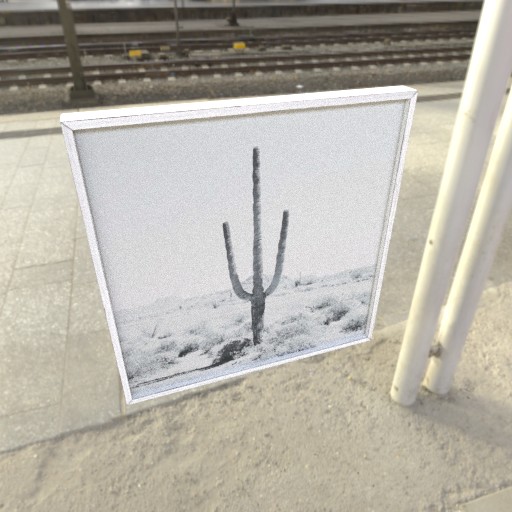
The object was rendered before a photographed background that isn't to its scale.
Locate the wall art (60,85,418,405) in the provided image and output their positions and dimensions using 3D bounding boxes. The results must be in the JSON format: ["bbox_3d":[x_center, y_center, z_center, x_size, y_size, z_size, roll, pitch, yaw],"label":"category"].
[{"bbox_3d":[0.000,0.000,0.750,0.508,0.508,0.038,-11,34,-16],"label":"wall art"}]
